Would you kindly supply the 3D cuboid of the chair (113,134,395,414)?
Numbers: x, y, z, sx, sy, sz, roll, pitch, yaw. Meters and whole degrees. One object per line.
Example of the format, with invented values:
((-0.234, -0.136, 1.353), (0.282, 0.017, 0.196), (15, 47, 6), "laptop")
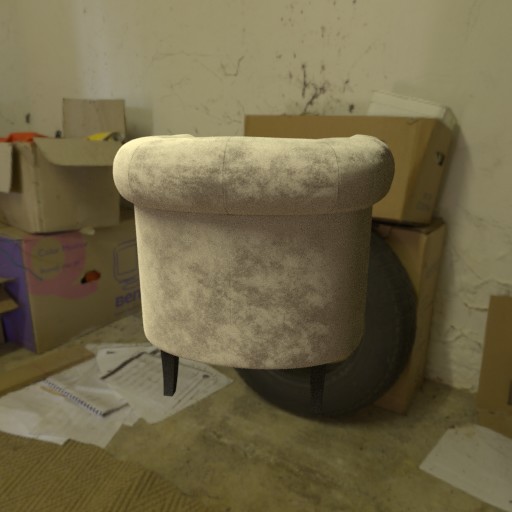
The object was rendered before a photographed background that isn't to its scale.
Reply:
((0.000, 0.000, 1.565), (0.904, 0.826, 0.851), (3, 16, 10), "chair")
